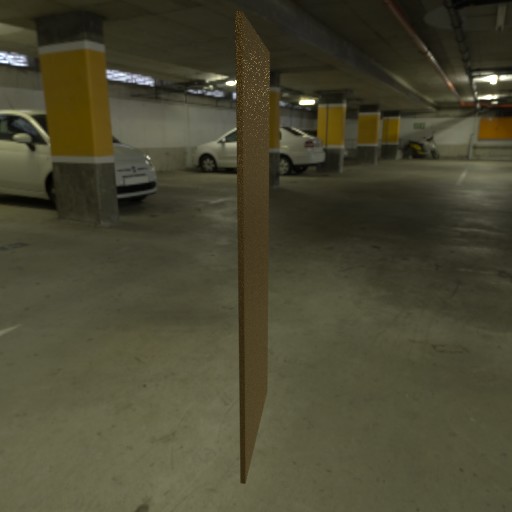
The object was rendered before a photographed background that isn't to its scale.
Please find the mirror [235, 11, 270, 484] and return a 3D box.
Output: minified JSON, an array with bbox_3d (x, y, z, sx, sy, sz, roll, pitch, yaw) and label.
[{"bbox_3d":[0.000,0.000,2.240,0.025,2.031,0.812,2,15,9],"label":"mirror"}]
